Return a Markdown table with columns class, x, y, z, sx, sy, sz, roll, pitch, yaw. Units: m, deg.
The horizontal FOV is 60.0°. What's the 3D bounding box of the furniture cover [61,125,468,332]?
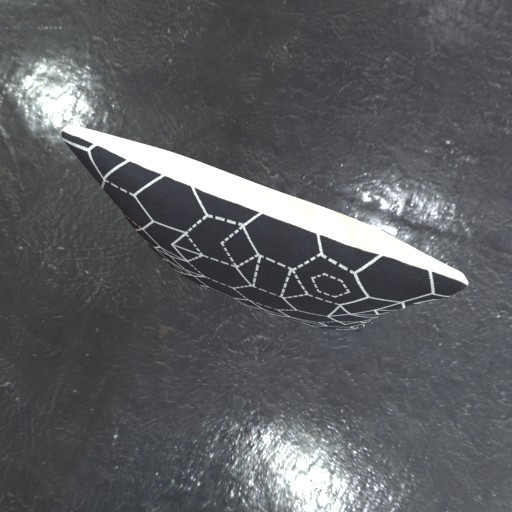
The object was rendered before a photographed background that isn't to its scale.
| class | x | y | z | sx | sy | sz | roll | pitch | yaw |
| --- | --- | --- | --- | --- | --- | --- | --- | --- | --- |
| furniture cover | 0.000 | 0.000 | 0.765 | 0.517 | 0.508 | 0.158 | 21 | 76 | 5 |
